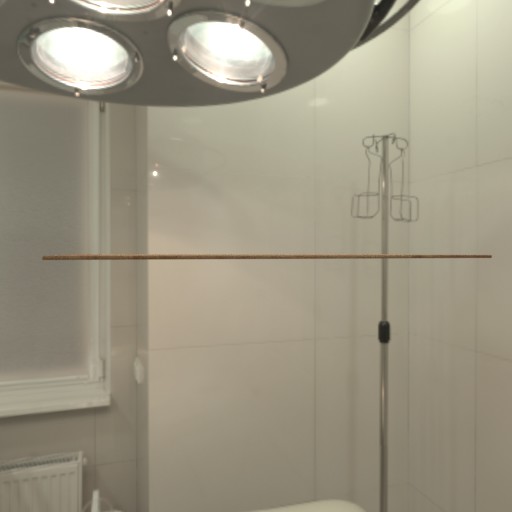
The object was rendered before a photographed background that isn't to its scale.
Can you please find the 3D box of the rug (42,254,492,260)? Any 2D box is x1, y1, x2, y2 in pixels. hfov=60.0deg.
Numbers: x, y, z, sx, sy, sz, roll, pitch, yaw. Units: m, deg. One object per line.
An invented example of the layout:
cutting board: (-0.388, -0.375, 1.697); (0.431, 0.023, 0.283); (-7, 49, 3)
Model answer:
rug: (0.000, 0.000, 2.280); (1.829, 0.014, 1.219); (0, 0, -18)
